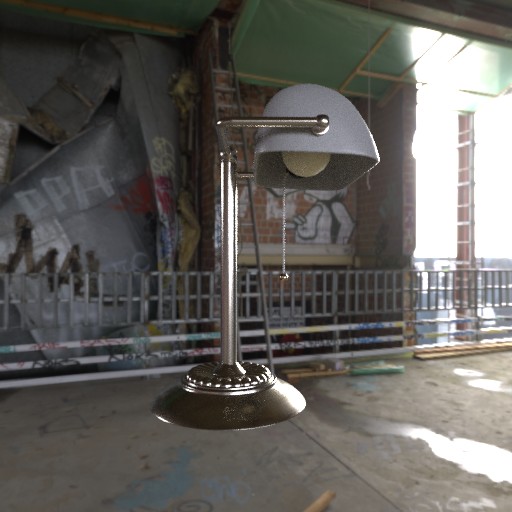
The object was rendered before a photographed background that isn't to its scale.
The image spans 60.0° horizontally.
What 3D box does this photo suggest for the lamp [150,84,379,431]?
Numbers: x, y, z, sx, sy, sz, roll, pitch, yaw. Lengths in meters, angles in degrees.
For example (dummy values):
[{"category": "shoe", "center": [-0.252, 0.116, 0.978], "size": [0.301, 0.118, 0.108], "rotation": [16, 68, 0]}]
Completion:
[{"category": "lamp", "center": [0.000, 0.000, 0.518], "size": [0.243, 0.339, 0.264], "rotation": [0, 0, -1]}]
